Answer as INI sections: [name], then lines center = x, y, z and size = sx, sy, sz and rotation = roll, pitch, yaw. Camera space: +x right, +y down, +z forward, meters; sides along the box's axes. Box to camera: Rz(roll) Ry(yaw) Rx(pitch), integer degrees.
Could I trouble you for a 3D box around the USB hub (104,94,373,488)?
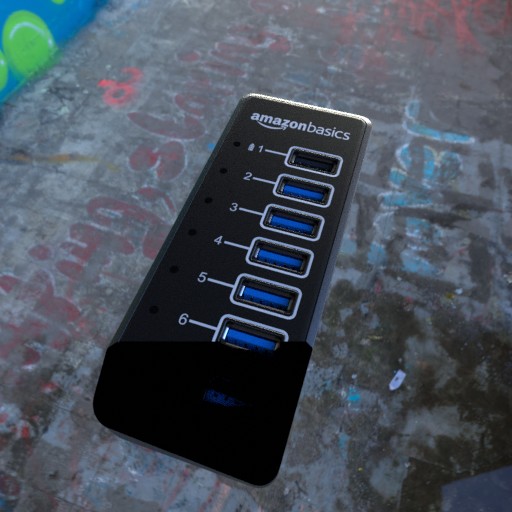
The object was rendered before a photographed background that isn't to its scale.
[USB hub]
center = 0.000, 0.000, 0.126
size = 0.044, 0.023, 0.110
rotation = 15, 59, 10
